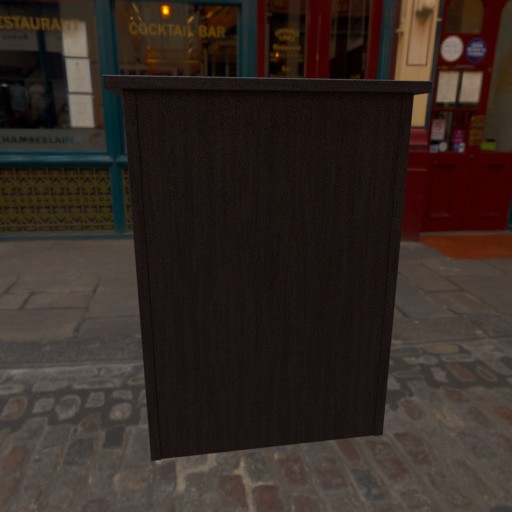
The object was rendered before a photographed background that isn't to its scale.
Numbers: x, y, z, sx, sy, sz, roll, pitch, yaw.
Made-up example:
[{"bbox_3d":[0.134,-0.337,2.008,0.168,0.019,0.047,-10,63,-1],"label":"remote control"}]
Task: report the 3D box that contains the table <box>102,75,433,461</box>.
[{"bbox_3d":[0.000,0.000,0.900,0.480,0.635,0.381,-3,16,-9],"label":"table"}]
